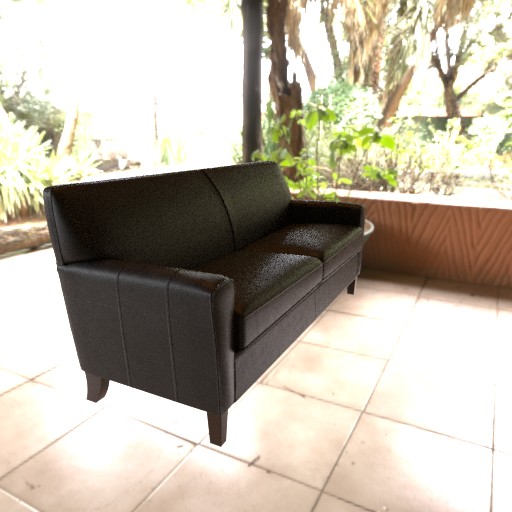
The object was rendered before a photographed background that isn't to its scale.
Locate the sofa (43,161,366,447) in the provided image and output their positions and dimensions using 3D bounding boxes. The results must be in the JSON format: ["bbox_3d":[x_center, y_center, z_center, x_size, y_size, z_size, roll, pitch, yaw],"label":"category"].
[{"bbox_3d":[0.000,0.000,2.507,0.805,0.947,2.053,8,17,26],"label":"sofa"}]
